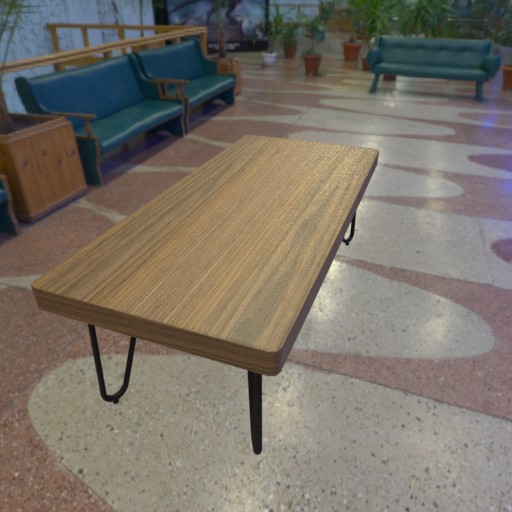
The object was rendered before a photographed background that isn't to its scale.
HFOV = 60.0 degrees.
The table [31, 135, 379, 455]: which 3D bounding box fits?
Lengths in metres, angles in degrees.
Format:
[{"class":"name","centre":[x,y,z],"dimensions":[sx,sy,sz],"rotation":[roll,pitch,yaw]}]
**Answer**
[{"class":"table","centre":[0.000,0.000,1.624],"dimensions":[0.637,0.468,1.375],"rotation":[12,33,18]}]
